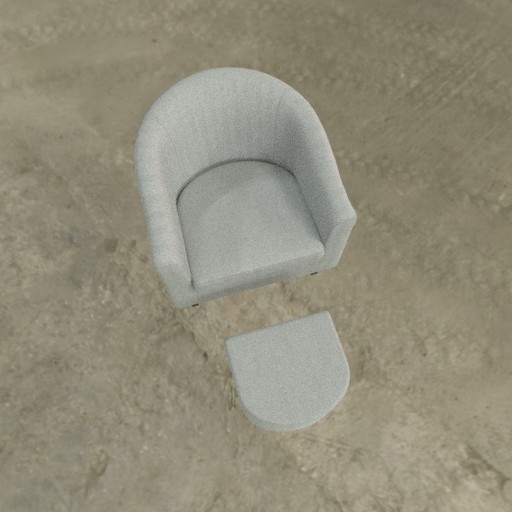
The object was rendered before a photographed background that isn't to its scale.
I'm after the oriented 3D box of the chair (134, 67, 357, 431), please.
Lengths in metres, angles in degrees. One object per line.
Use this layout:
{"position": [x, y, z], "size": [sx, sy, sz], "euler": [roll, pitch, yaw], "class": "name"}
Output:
{"position": [0.000, 0.000, 1.758], "size": [0.756, 0.757, 1.288], "euler": [-14, 65, -7], "class": "chair"}
